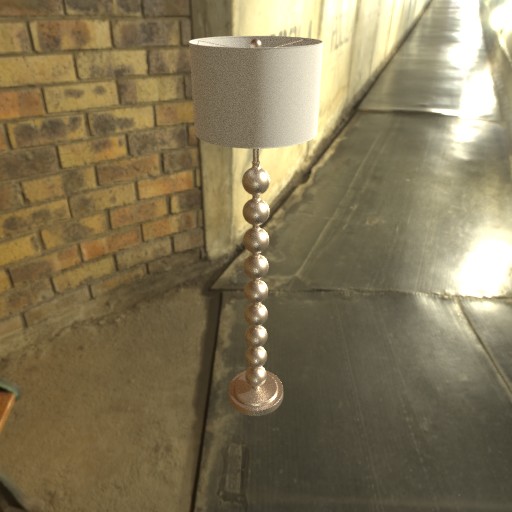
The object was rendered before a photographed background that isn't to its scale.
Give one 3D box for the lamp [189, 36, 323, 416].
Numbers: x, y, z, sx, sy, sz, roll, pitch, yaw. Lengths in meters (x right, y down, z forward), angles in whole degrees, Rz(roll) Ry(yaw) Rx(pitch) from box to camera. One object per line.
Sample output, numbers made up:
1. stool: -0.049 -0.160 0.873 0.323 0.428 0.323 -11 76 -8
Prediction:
1. lamp: 0.000 0.000 1.669 0.394 1.474 0.394 -21 36 -31
